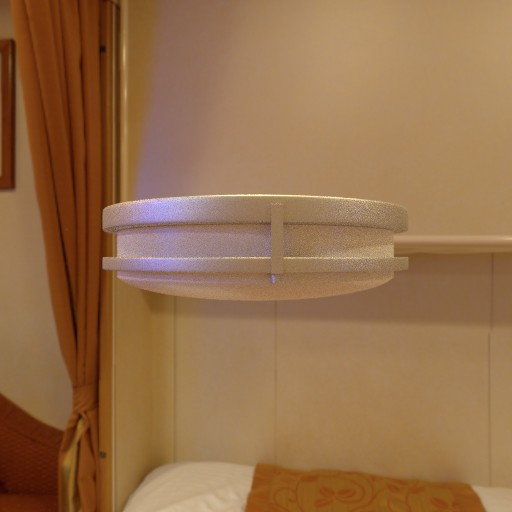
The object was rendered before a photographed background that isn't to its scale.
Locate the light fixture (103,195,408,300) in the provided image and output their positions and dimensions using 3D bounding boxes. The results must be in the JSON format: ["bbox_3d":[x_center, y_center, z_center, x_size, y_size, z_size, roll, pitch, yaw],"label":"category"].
[{"bbox_3d":[0.000,0.000,0.544,0.356,0.102,0.356,0,0,0],"label":"light fixture"}]
